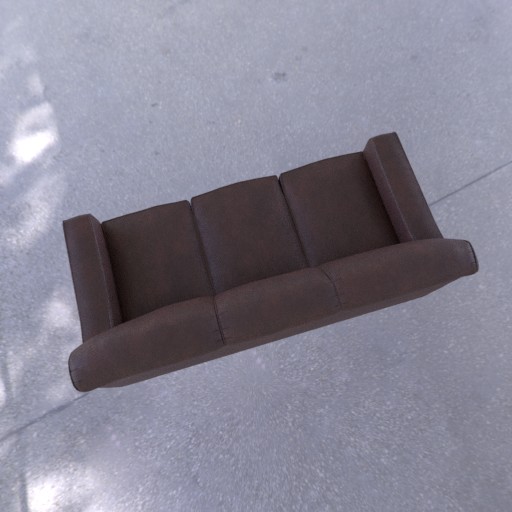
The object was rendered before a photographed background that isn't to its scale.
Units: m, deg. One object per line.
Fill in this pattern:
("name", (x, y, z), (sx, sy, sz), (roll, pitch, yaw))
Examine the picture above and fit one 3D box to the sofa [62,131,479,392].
("sofa", (0.000, 0.000, 2.589), (2.039, 0.953, 1.008), (-16, 75, -4))
